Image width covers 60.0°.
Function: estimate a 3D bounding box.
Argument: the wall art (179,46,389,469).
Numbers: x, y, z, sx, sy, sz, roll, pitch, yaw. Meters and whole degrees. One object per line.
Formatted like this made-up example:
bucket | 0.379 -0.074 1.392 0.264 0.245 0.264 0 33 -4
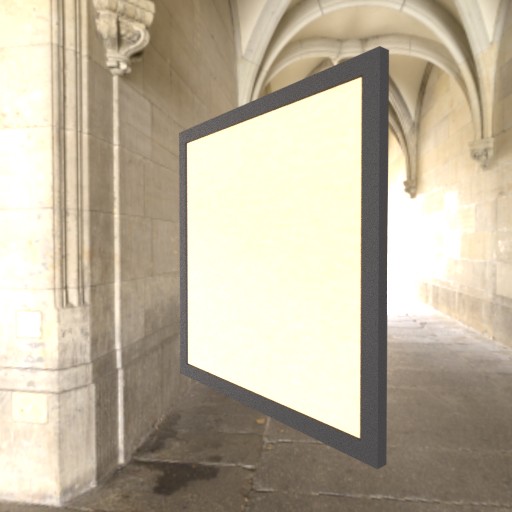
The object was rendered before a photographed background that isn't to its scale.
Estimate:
wall art | 0.000 0.000 0.517 0.013 0.356 0.356 -1 2 -37
